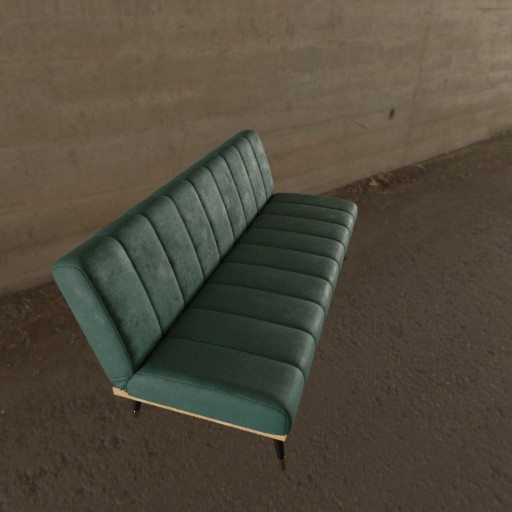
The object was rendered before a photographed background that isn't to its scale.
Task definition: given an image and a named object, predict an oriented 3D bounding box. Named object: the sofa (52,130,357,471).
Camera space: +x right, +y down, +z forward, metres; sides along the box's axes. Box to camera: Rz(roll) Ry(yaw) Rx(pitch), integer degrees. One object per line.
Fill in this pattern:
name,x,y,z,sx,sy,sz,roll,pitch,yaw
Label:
sofa,0.000,0.000,2.252,0.830,0.820,1.810,9,31,16
